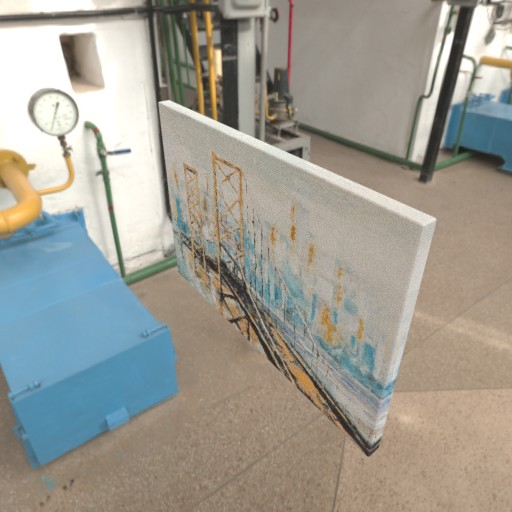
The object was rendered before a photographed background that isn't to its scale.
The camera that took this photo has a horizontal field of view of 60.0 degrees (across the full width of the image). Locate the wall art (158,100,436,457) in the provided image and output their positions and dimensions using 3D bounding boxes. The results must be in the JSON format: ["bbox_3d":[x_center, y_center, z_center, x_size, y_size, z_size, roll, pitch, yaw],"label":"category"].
[{"bbox_3d":[0.000,0.000,1.162,0.038,0.609,0.913,-22,39,-30],"label":"wall art"}]
